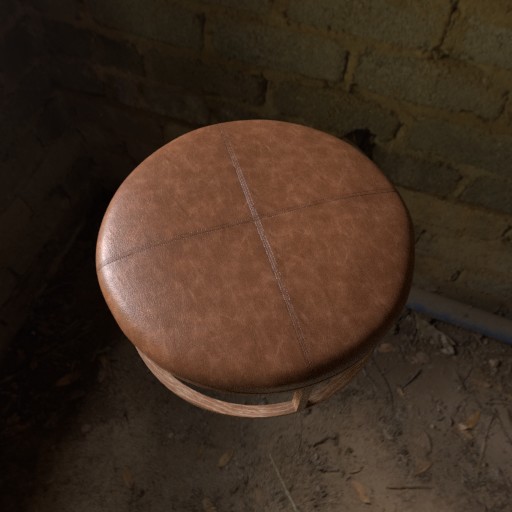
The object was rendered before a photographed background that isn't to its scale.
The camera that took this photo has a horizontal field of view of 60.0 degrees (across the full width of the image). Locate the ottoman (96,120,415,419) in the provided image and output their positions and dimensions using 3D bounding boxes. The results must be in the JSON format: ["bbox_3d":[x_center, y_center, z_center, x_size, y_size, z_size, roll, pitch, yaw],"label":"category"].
[{"bbox_3d":[0.000,0.000,1.538,1.006,0.445,1.006,0,59,0],"label":"ottoman"}]
